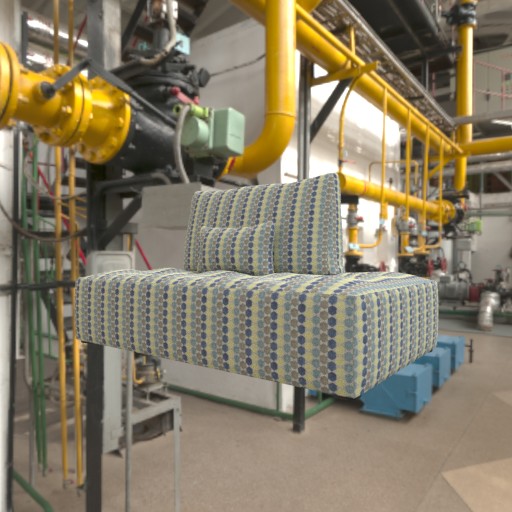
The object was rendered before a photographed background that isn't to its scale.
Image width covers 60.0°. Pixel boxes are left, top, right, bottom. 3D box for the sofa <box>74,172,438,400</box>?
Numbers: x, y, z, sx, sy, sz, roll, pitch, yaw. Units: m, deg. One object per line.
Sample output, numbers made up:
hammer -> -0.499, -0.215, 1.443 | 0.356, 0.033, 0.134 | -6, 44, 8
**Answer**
sofa -> 0.000, 0.000, 2.064 | 1.450, 0.820, 1.000 | 0, 1, 37
